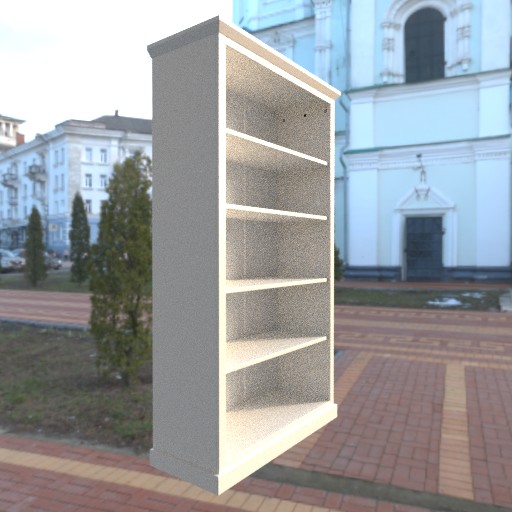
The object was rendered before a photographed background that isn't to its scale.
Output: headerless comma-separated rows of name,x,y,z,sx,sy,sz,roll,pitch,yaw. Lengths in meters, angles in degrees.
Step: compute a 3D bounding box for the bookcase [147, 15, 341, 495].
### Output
bookcase,0.000,0.000,2.273,0.432,1.880,1.050,1,1,37
